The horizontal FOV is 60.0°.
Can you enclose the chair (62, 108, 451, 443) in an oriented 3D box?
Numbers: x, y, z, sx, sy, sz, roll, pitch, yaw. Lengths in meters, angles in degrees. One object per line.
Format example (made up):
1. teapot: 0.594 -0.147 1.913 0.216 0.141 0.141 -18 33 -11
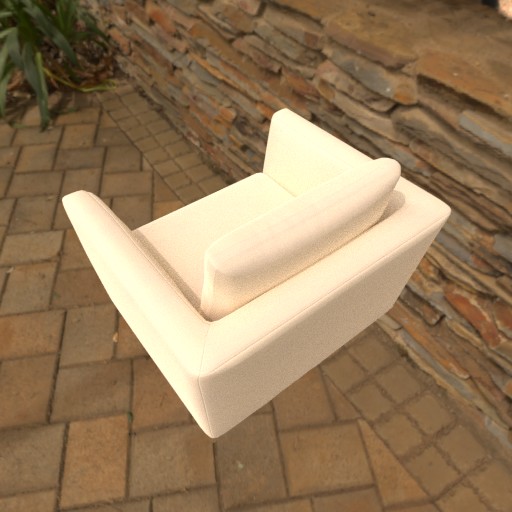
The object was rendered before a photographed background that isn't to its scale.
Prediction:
1. chair: 0.000 0.000 1.686 1.041 0.865 0.889 -29 53 -25
